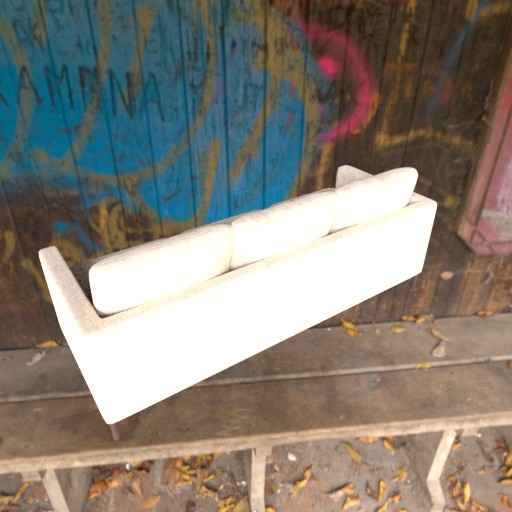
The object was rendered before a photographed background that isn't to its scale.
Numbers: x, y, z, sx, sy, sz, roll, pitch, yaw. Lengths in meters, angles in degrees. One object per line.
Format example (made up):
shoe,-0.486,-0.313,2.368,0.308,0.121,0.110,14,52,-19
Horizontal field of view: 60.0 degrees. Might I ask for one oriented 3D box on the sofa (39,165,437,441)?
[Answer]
sofa,0.000,0.000,2.674,2.218,0.874,0.859,-20,37,-29
